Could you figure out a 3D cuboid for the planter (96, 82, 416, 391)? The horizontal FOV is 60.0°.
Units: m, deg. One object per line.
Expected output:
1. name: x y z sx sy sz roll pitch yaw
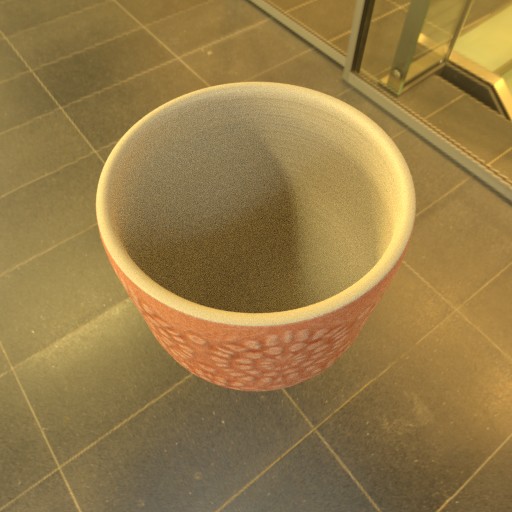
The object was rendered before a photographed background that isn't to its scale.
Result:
1. planter: 0.000 0.000 0.217 0.124 0.109 0.124 0 57 0
